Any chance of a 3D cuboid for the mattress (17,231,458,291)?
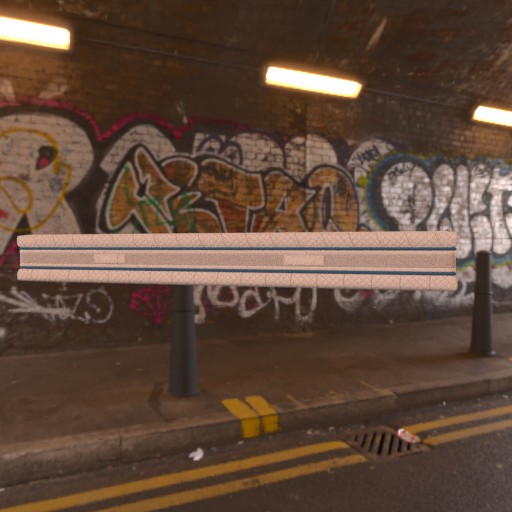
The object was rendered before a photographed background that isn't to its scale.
[{"bbox_3d":[0.000,0.000,2.682,2.000,0.230,1.600,0,1,15],"label":"mattress"}]
